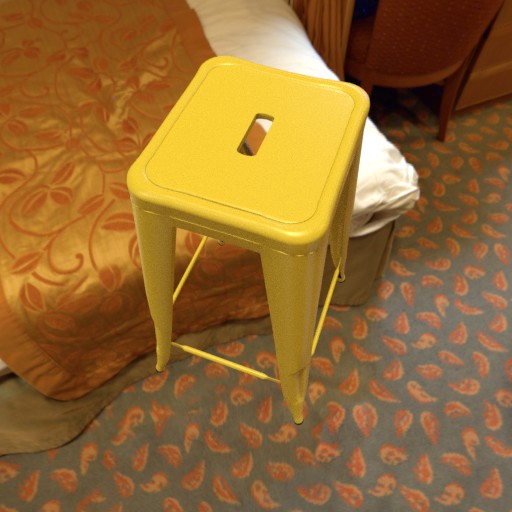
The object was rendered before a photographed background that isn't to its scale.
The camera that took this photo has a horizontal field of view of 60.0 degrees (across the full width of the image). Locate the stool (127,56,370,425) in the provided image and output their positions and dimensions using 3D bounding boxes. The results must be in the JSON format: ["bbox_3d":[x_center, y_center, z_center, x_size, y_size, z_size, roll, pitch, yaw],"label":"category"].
[{"bbox_3d":[0.000,0.000,0.835,0.359,0.609,0.399,17,60,10],"label":"stool"}]
